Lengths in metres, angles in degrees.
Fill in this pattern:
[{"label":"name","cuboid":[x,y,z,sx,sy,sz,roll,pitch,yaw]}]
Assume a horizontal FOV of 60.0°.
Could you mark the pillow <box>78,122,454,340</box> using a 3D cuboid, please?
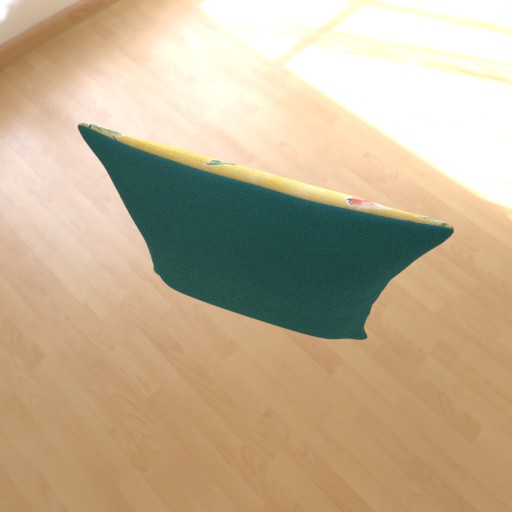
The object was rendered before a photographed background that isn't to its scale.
[{"label":"pillow","cuboid":[0.000,0.000,0.810,0.525,0.508,0.166,17,65,8]}]
